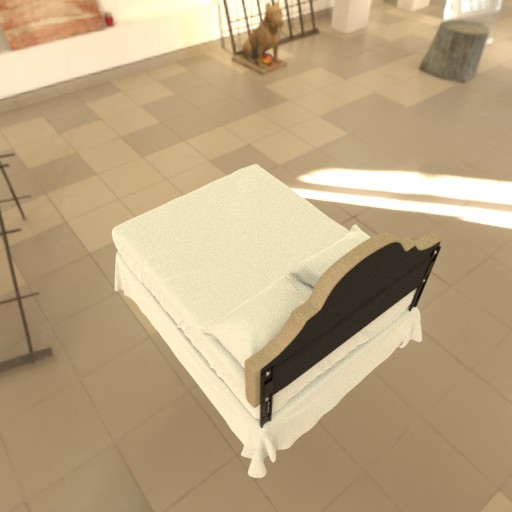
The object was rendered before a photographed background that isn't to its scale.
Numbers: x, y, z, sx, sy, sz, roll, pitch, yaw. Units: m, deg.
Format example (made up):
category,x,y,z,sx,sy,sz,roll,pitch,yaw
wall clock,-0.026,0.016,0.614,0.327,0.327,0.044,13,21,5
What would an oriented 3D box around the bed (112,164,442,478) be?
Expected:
category,x,y,z,sx,sy,sz,roll,pitch,yaw
bed,0.000,0.000,3.409,1.780,1.634,2.222,-29,52,-26
